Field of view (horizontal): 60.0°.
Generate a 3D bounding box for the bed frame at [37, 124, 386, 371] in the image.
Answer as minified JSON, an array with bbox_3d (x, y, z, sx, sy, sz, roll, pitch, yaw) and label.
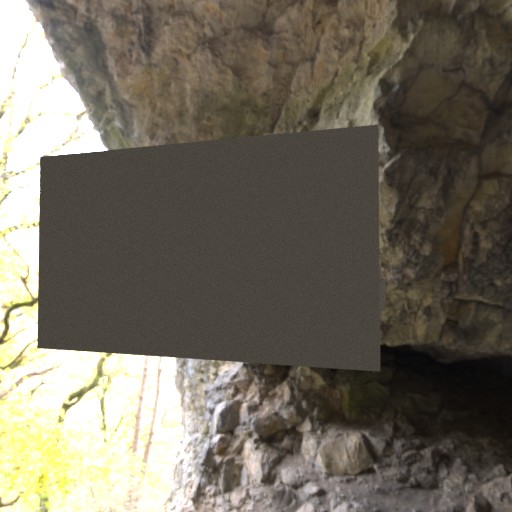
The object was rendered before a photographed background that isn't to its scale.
[{"bbox_3d":[0.000,0.000,3.051,1.711,1.001,2.100,-1,-2,18],"label":"bed frame"}]
